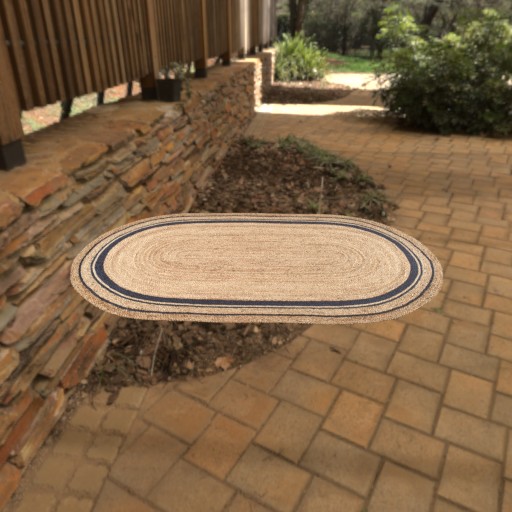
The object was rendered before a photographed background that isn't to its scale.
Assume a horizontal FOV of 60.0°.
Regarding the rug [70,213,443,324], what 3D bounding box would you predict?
[{"bbox_3d":[0.000,0.000,3.008,2.432,0.006,1.520,1,28,1],"label":"rug"}]
